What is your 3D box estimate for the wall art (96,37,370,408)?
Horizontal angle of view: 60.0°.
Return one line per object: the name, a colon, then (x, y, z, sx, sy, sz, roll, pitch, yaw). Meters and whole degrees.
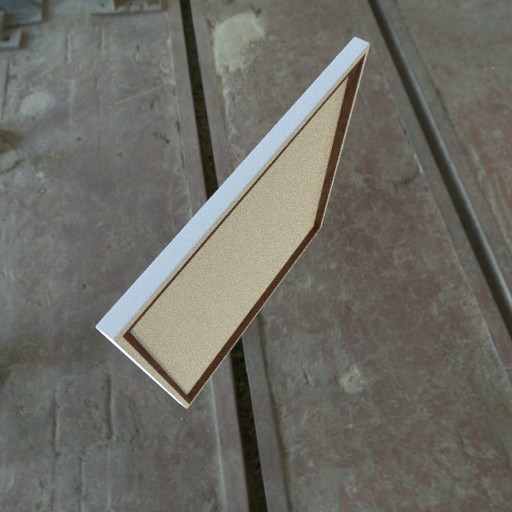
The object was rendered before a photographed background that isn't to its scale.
wall art: (0.000, 0.000, 1.112, 0.037, 0.757, 0.757, 32, 68, 15)
